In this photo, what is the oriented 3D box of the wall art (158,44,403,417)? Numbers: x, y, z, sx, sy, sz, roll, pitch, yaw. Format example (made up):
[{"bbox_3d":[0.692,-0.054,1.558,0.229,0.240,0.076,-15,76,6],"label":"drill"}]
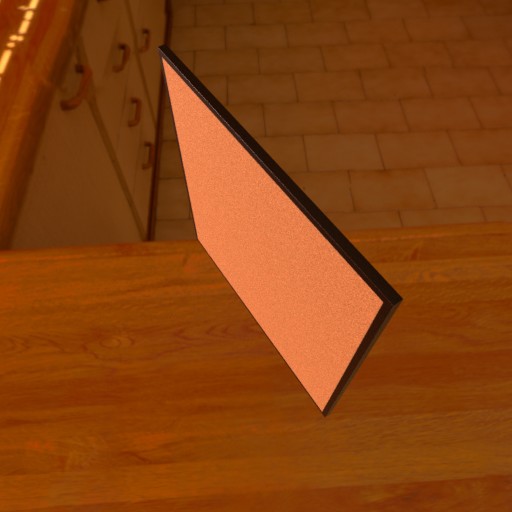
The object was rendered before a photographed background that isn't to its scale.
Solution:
[{"bbox_3d":[0.000,0.000,0.688,0.012,0.458,0.457,-30,63,-17],"label":"wall art"}]
